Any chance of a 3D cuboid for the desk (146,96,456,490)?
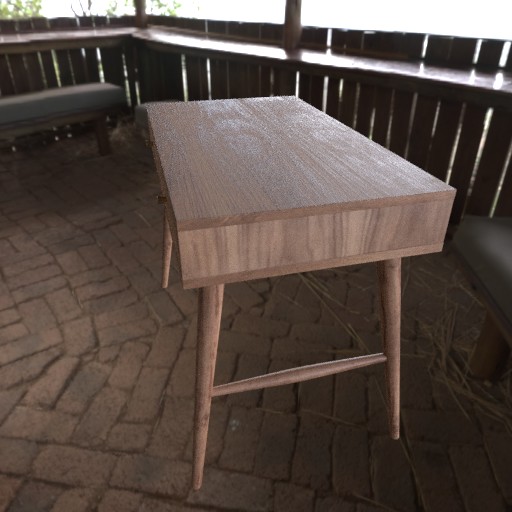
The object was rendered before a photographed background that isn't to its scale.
[{"bbox_3d":[0.000,0.000,1.386,0.588,0.758,0.949,-8,32,-13],"label":"desk"}]
